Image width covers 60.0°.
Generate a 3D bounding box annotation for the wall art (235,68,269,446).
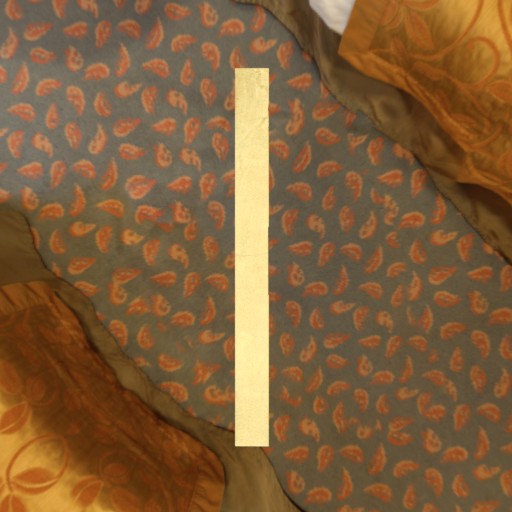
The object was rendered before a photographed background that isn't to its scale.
[{"bbox_3d":[0.000,0.000,0.776,0.036,0.607,0.403,0,90,1],"label":"wall art"}]
